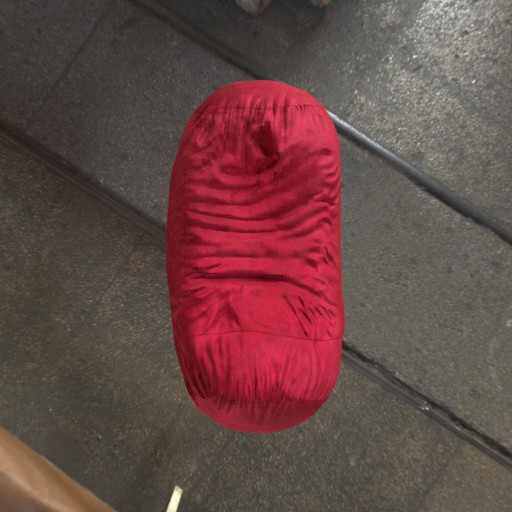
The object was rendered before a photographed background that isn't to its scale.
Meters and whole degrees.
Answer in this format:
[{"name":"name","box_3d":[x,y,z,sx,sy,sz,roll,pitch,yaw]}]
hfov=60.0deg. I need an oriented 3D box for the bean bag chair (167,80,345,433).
[{"name":"bean bag chair","box_3d":[0.000,0.000,2.952,1.216,0.867,2.293,0,89,-1]}]
